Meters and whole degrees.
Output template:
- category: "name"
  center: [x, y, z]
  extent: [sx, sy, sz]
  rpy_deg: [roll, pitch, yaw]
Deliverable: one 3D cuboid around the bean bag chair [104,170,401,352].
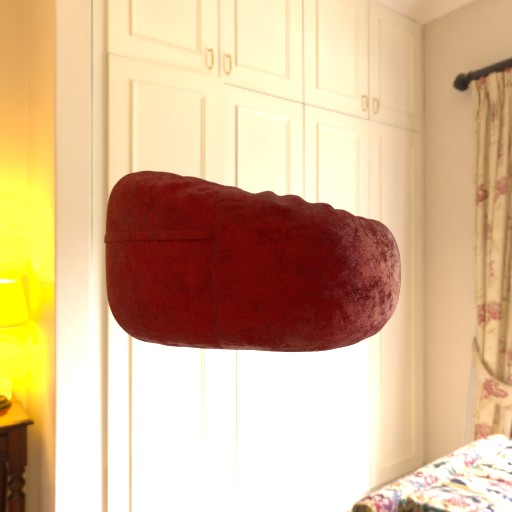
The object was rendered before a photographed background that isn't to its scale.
- category: "bean bag chair"
  center: [0.000, 0.000, 2.449]
  extent: [1.524, 0.878, 1.524]
  rpy_deg: [0, 0, 17]
